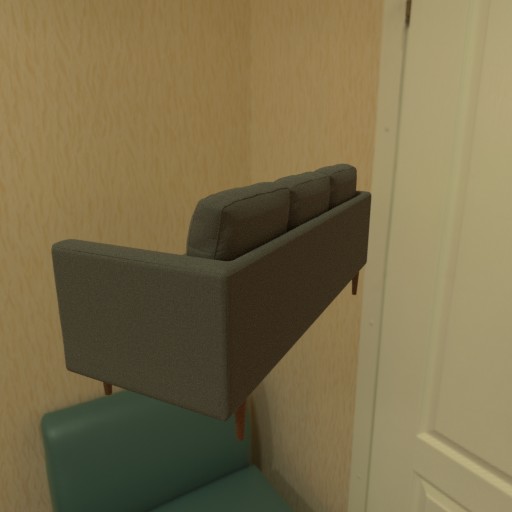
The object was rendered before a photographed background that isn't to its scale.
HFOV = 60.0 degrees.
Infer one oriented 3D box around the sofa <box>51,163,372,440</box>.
[{"bbox_3d":[0.000,0.000,2.443,0.802,0.912,2.029,8,18,25],"label":"sofa"}]
